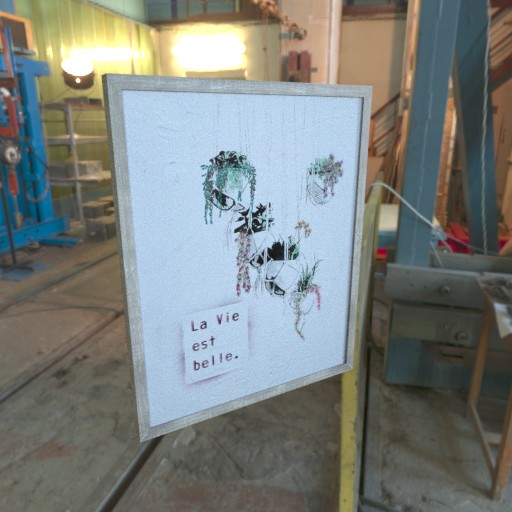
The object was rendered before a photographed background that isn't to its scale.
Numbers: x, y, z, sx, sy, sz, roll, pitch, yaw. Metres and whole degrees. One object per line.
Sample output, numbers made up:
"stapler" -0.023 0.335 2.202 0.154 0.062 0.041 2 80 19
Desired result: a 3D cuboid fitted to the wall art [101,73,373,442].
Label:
"wall art" 0.000 0.000 0.709 0.421 0.521 0.032 -10 19 -28
